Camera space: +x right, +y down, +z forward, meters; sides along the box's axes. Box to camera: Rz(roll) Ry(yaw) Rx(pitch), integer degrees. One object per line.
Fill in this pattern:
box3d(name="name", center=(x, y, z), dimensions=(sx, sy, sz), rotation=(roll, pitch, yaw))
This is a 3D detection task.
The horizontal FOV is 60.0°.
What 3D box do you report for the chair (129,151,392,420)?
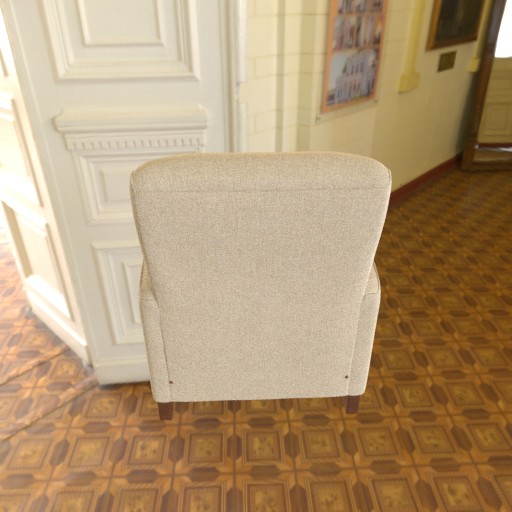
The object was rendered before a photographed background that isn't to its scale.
box3d(name="chair", center=(0.000, 0.000, 1.722), dimensions=(0.845, 1.023, 0.859), rotation=(-1, 30, -2))
